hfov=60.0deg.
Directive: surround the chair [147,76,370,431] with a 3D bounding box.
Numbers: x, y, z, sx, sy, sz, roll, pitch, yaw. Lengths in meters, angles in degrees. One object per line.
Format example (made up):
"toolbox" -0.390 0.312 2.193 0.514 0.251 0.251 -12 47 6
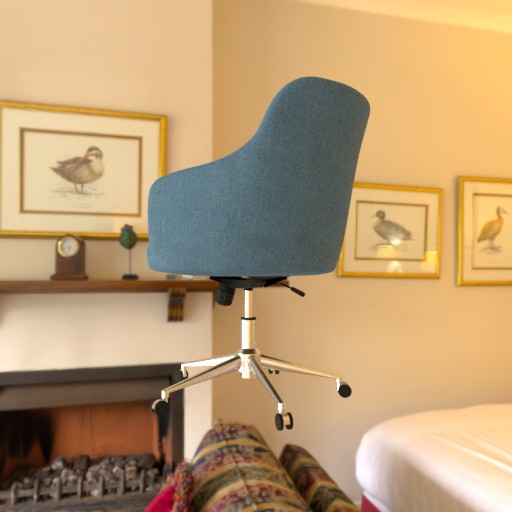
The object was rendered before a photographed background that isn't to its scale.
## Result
"chair" 0.000 0.000 1.291 0.655 0.820 0.599 -1 -1 37
